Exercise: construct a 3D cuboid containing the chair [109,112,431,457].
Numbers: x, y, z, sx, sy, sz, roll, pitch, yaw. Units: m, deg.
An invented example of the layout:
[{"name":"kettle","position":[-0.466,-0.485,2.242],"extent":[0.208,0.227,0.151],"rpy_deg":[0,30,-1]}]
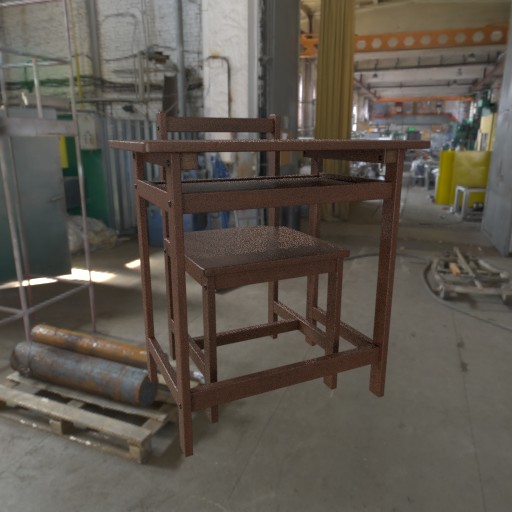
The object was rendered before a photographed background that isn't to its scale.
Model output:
[{"name":"chair","position":[0.000,0.000,1.068],"extent":[0.599,0.673,0.463],"rpy_deg":[-7,17,-24]}]
